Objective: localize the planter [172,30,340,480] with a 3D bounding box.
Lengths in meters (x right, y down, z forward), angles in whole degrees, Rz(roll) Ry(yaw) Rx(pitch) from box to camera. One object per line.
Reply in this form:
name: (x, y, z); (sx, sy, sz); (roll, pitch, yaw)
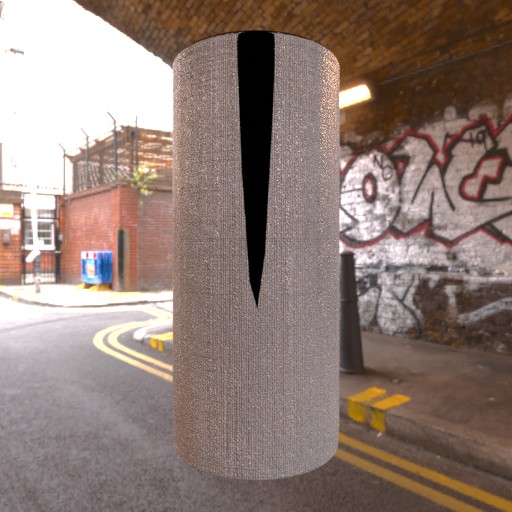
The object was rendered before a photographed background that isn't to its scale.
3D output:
planter: (0.000, 0.000, 0.123); (0.045, 0.103, 0.045); (0, 0, -1)
